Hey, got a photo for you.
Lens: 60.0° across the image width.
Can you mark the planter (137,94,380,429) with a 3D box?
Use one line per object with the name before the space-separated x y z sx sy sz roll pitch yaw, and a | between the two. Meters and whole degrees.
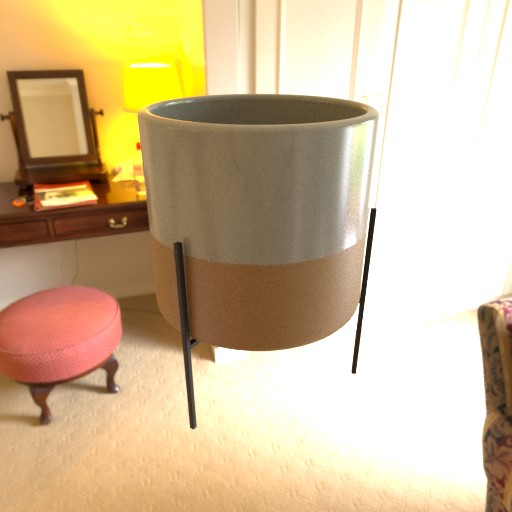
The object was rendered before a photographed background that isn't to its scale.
planter | 0.000 0.000 0.744 0.348 0.480 0.360 17 31 31
